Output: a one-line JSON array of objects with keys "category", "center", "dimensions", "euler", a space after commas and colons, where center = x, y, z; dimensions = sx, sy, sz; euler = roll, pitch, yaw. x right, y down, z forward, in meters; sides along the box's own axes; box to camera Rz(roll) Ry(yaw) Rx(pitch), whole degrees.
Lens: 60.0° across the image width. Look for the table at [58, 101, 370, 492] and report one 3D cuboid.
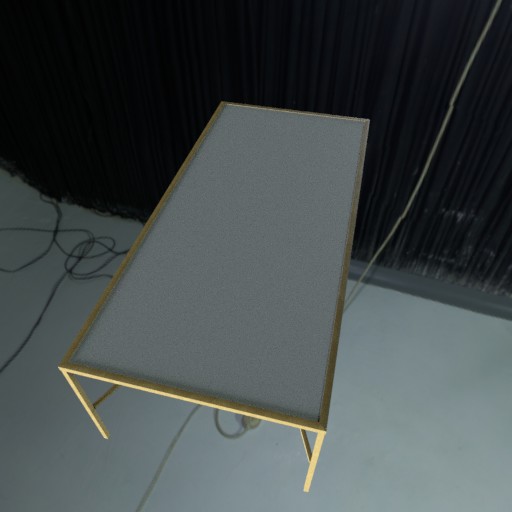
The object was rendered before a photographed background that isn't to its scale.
[{"category": "table", "center": [0.000, 0.000, 1.453], "dimensions": [0.580, 0.398, 1.206], "euler": [10, 48, 10]}]
